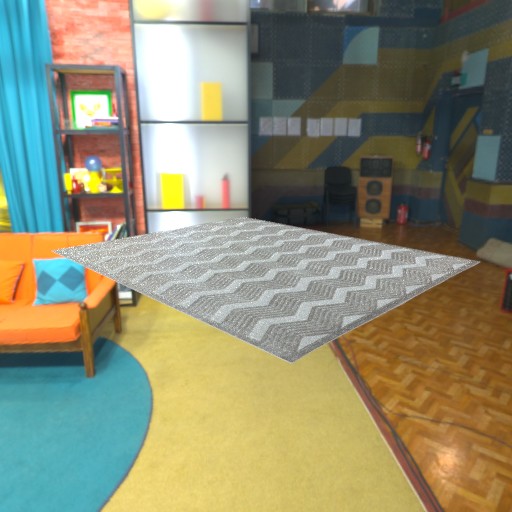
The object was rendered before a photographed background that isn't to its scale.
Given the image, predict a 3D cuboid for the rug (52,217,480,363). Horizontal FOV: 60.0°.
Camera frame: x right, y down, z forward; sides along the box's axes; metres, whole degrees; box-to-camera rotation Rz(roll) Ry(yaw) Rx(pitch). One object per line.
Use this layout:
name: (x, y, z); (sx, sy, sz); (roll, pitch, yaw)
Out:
rug: (0.000, 0.000, 3.851); (2.391, 0.005, 2.880); (-15, 21, -43)
